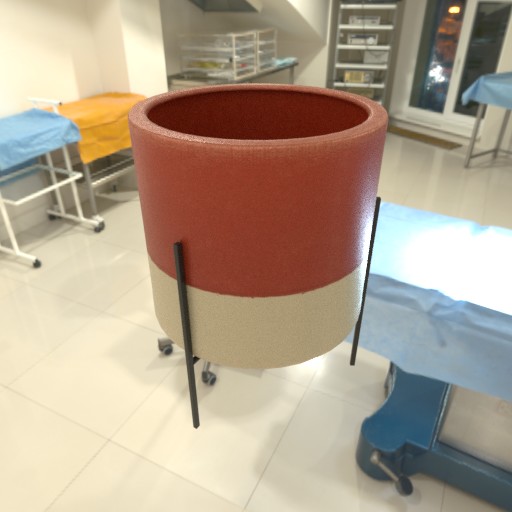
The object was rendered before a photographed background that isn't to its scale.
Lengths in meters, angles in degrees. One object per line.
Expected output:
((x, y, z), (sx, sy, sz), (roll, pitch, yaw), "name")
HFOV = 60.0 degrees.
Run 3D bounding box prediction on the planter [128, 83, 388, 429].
((0.000, 0.000, 0.713), (0.345, 0.465, 0.354), (19, 36, 28), "planter")
